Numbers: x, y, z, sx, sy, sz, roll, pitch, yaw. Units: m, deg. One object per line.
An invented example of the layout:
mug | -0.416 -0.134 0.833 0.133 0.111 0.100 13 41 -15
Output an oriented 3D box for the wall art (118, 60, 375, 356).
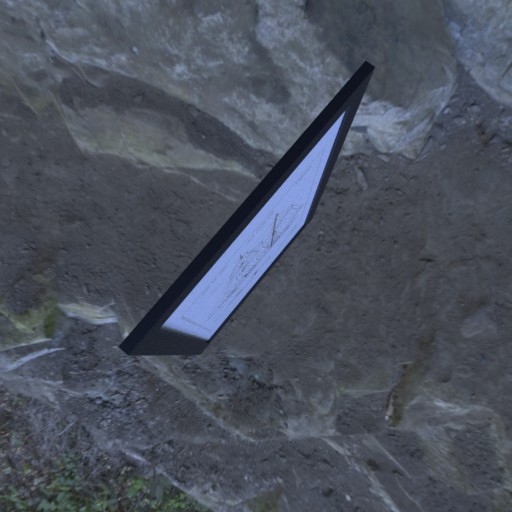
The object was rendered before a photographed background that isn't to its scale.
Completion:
wall art | 0.000 0.000 0.693 0.013 0.534 0.381 38 80 8
